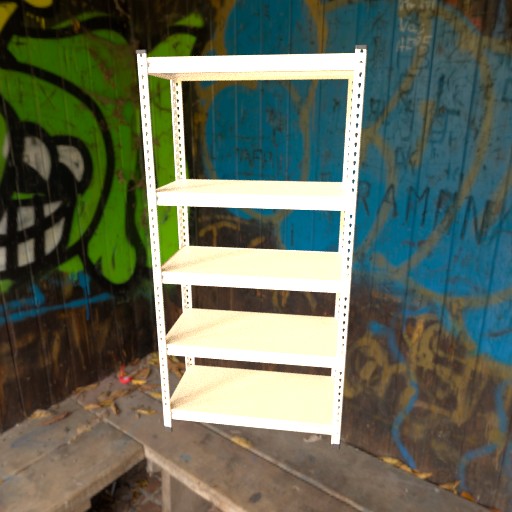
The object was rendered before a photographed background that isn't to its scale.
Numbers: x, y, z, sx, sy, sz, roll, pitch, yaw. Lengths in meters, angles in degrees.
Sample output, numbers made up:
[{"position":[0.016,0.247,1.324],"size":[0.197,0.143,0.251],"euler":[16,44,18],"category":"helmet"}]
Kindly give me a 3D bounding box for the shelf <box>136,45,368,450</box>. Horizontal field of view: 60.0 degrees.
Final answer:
[{"position":[0.000,0.000,2.201],"size":[0.914,1.829,0.457],"euler":[3,18,8],"category":"shelf"}]
